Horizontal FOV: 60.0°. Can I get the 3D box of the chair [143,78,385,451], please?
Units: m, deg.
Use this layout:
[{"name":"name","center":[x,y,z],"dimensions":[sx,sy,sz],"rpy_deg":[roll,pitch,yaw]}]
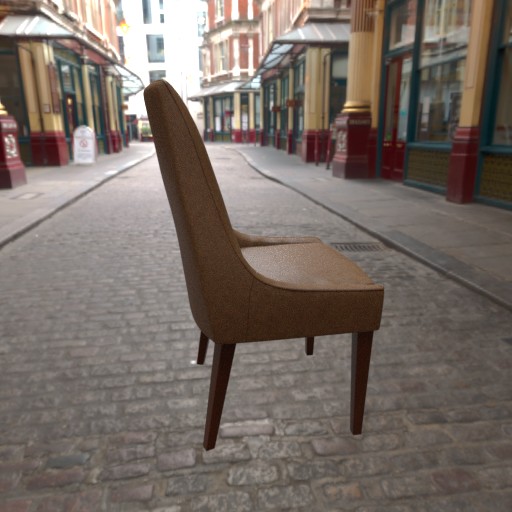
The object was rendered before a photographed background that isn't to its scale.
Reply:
[{"name":"chair","center":[0.000,0.000,1.208],"dimensions":[0.544,0.861,0.529],"rpy_deg":[-3,15,-9]}]
